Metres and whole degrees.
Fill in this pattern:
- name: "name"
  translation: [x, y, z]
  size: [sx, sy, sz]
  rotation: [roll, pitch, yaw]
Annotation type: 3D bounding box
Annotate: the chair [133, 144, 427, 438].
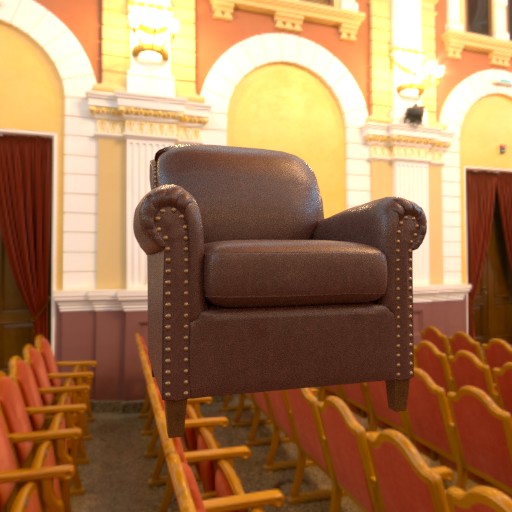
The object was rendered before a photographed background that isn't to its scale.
- name: "chair"
  translation: [0.000, 0.000, 1.582]
  size: [0.854, 0.927, 0.890]
  rotation: [0, -1, -17]
